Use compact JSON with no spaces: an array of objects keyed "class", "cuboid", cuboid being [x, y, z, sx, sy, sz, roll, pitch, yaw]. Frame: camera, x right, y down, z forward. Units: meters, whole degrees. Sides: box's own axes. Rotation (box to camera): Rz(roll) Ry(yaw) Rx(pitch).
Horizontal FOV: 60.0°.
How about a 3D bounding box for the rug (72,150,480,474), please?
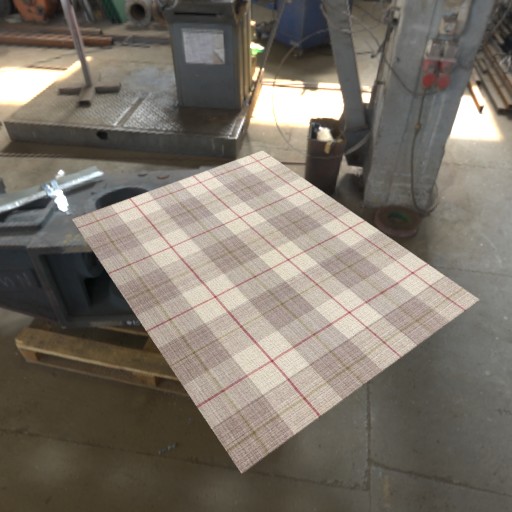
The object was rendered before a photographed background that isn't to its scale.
[{"class":"rug","cuboid":[0.000,0.000,3.964,2.317,0.016,2.959,-26,48,-25]}]
